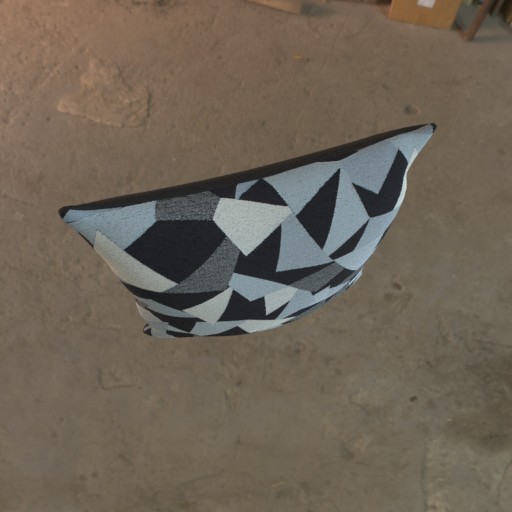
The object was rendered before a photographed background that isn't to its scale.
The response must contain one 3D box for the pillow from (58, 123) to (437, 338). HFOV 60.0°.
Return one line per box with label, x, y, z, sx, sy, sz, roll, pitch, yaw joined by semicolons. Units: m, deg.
pillow;0.000;0.000;0.762;0.503;0.496;0.208;-15;66;-7
